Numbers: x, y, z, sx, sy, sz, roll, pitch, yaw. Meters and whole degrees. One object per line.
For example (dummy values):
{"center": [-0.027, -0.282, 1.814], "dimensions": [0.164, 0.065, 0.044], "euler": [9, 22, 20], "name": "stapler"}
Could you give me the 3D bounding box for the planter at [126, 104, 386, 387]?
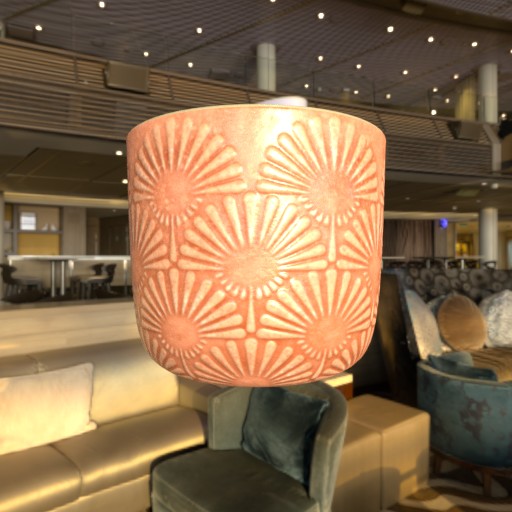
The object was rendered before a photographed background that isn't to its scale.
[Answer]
{"center": [0.000, 0.000, 0.220], "dimensions": [0.124, 0.109, 0.124], "euler": [0, 0, 0], "name": "planter"}
